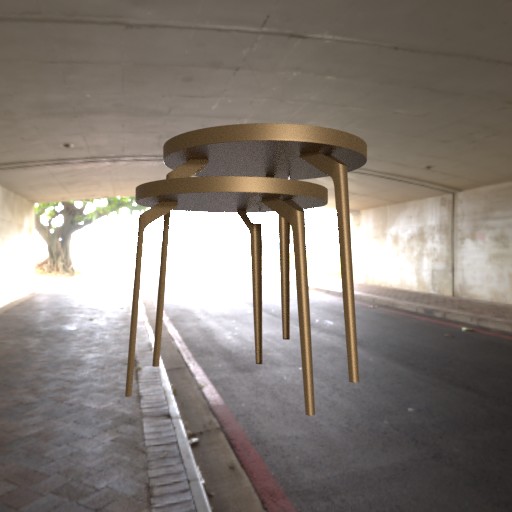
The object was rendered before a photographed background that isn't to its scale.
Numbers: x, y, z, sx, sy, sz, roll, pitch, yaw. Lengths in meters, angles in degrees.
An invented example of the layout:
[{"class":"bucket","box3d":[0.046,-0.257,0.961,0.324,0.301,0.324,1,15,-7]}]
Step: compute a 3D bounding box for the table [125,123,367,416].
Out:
[{"class":"table","box3d":[0.000,0.000,1.107,0.532,0.555,0.751,0,1,16]}]
